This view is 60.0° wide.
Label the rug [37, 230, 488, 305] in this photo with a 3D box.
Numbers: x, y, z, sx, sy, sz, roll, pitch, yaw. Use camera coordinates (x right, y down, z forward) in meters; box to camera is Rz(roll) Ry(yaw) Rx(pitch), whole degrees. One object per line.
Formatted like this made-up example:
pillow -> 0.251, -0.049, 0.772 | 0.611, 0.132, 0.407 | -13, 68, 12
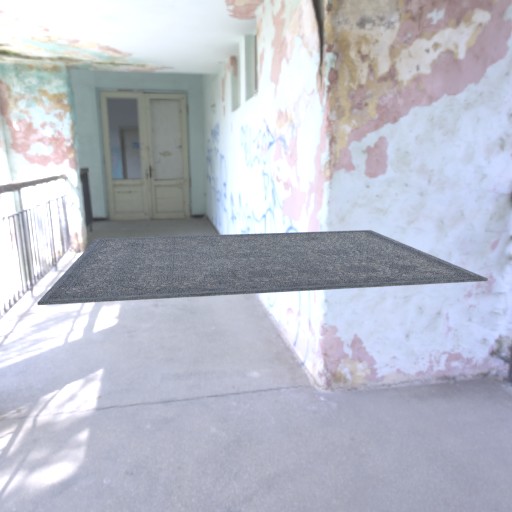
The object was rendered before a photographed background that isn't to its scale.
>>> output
rug -> 0.000, 0.000, 2.338 | 1.819, 0.012, 1.208 | -2, 14, -10
